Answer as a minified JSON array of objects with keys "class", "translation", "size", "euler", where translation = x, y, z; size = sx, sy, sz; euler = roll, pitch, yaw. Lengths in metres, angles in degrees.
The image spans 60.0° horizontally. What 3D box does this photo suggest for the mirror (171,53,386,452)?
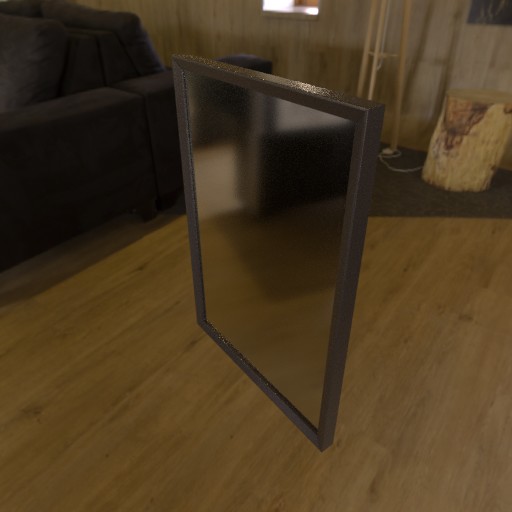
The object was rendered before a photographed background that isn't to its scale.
[{"class":"mirror","translation":[0.000,0.000,0.918],"size":[0.039,0.710,0.507],"euler":[-23,39,-31]}]
